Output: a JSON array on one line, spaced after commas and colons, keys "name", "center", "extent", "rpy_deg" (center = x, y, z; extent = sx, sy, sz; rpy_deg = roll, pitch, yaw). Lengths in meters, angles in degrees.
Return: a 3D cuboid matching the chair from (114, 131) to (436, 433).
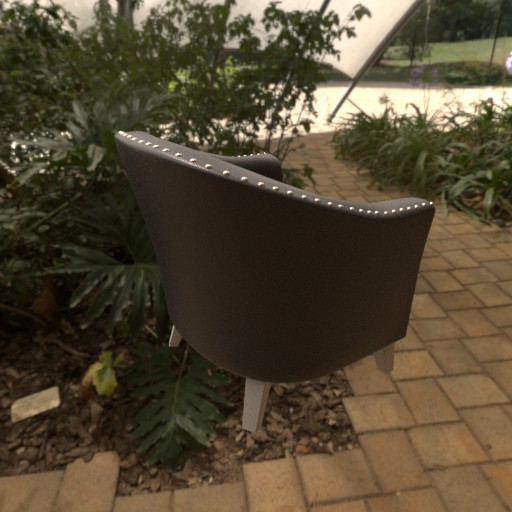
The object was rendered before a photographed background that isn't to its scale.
[{"name": "chair", "center": [0.000, 0.000, 1.432], "extent": [0.748, 0.823, 0.794], "rpy_deg": [-17, 31, -32]}]
